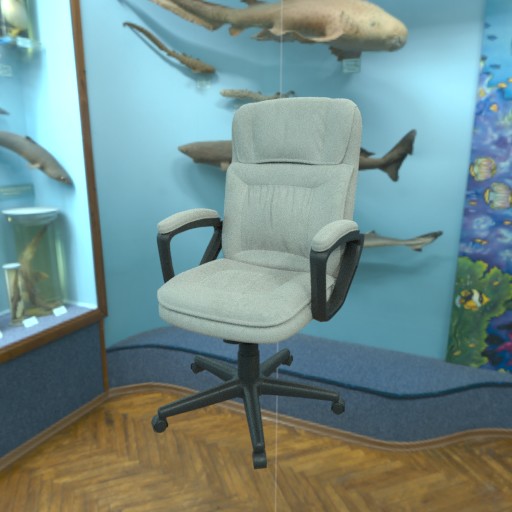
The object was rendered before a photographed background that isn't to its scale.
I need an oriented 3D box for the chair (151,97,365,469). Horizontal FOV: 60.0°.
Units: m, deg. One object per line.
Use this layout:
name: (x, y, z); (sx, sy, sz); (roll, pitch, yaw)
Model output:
chair: (0.000, 0.000, 1.553); (0.667, 1.105, 0.724); (7, 16, 27)
